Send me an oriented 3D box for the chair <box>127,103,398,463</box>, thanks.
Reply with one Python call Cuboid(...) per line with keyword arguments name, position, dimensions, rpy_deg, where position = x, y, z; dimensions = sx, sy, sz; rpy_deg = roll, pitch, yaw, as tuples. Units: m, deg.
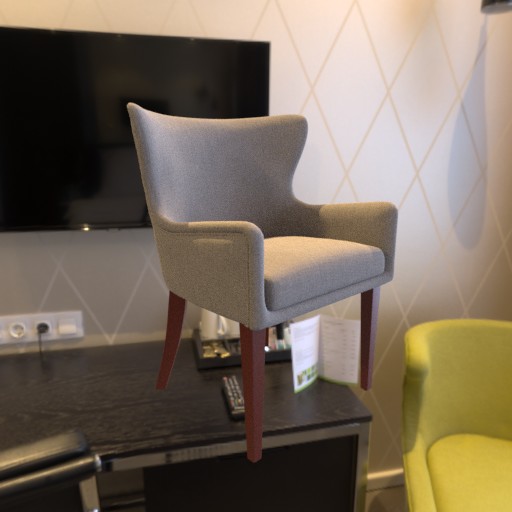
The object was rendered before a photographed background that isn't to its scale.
Cuboid(name="chair", position=(0.000, 0.000, 1.471), dimensions=(0.732, 0.948, 0.677), rpy_deg=(-12, 18, -42))
